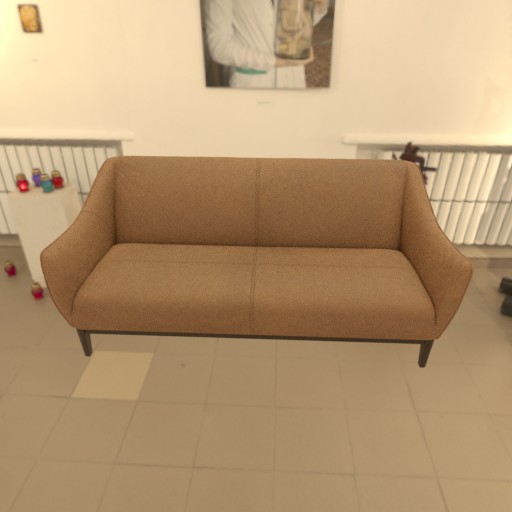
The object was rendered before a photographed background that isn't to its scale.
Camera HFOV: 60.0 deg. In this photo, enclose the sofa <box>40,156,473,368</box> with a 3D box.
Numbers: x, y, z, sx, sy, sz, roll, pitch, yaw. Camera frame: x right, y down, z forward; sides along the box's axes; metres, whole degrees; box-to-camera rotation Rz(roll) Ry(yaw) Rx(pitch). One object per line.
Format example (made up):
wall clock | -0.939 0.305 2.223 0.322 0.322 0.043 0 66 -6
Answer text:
sofa | 0.000 0.000 2.383 1.928 0.830 0.869 1 31 2
